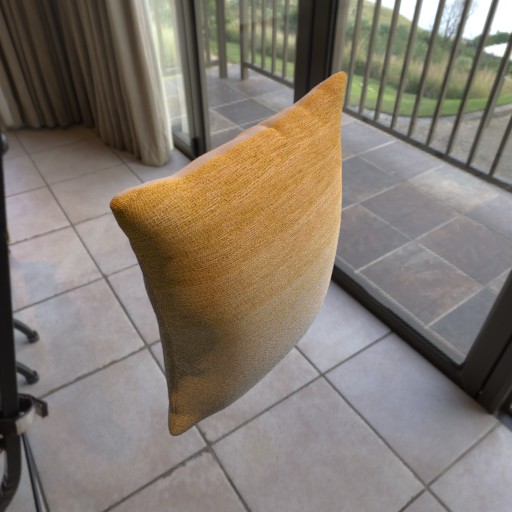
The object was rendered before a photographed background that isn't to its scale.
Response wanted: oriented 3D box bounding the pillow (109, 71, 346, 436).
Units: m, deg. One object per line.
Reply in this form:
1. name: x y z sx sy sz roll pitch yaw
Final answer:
1. pillow: 0.000 0.000 0.691 0.211 0.450 0.450 26 48 27
